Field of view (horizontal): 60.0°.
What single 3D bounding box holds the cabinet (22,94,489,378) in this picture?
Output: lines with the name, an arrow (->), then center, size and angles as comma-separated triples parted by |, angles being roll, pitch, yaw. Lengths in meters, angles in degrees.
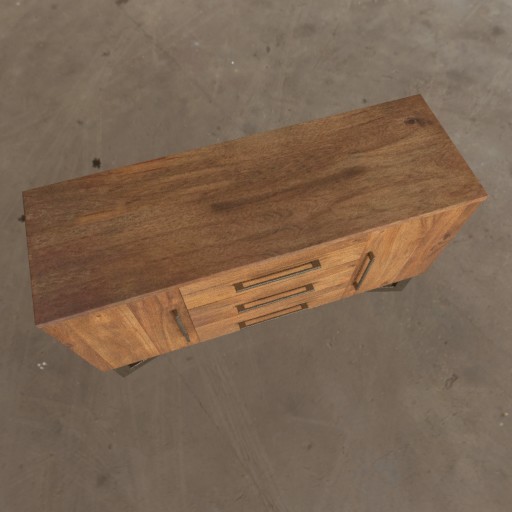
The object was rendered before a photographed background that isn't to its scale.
cabinet -> 0.000, 0.000, 1.730 | 1.373, 0.812, 0.480 | -16, 64, -8
